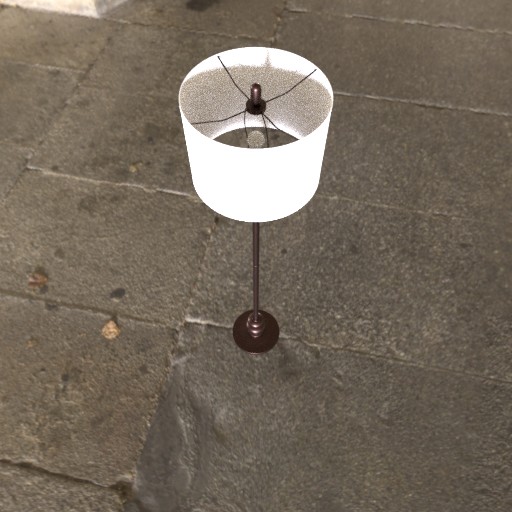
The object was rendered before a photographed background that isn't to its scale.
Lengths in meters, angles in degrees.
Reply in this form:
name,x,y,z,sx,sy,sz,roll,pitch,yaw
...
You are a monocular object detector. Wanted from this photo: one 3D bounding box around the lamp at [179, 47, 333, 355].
name,x,y,z,sx,sy,sz,roll,pitch,yaw
lamp,0.000,0.000,1.636,0.356,1.487,0.356,-29,63,-17
